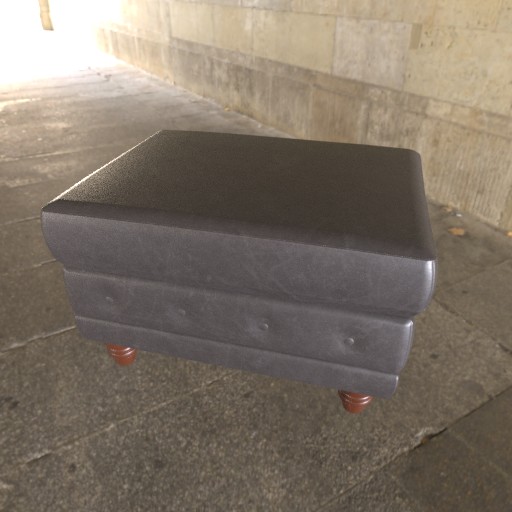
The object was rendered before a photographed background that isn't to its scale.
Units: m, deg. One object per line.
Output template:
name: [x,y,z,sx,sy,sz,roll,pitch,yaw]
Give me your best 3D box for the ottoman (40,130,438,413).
ottoman: [0.000,0.000,1.171,0.795,0.498,0.590,8,33,12]
